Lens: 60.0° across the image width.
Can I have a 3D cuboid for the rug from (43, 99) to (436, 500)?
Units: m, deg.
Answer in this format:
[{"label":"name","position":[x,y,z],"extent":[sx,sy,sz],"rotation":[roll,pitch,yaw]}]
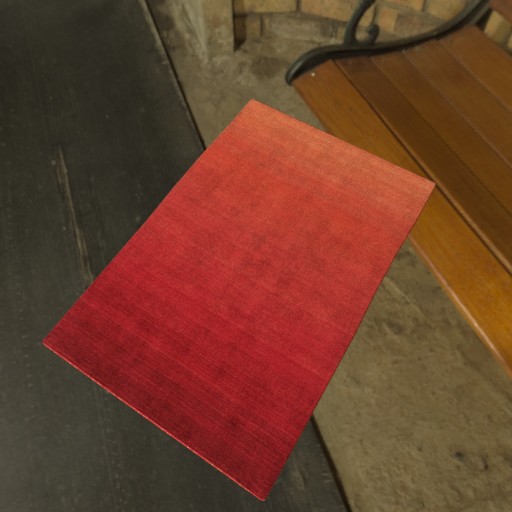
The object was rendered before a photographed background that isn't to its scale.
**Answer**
[{"label":"rug","position":[0.000,0.000,2.270],"extent":[1.230,0.018,1.835],"rotation":[29,67,14]}]
